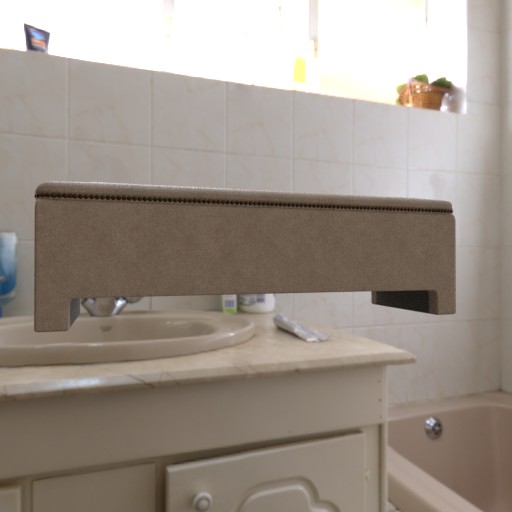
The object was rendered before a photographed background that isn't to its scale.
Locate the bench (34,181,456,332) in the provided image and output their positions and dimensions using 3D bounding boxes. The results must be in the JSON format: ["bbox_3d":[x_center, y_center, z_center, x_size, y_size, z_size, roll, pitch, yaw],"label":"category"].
[{"bbox_3d":[0.000,0.000,1.697,1.482,0.447,0.470,0,-1,-17],"label":"bench"}]
